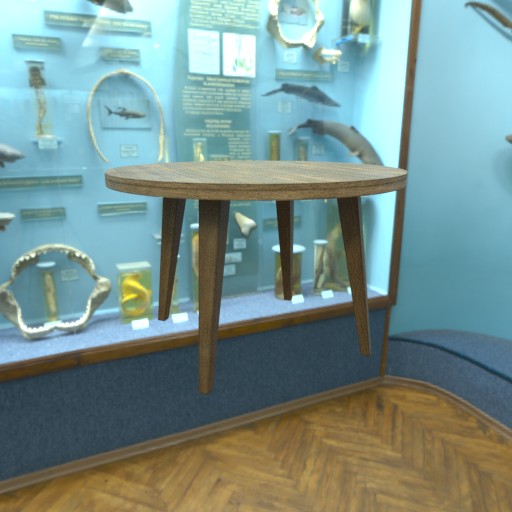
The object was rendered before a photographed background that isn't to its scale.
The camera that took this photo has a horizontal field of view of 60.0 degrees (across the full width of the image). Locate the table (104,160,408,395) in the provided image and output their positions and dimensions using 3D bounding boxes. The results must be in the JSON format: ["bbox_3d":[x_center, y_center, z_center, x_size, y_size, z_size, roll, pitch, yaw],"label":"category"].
[{"bbox_3d":[0.000,0.000,1.968,1.213,0.764,1.213,0,15,0],"label":"table"}]
